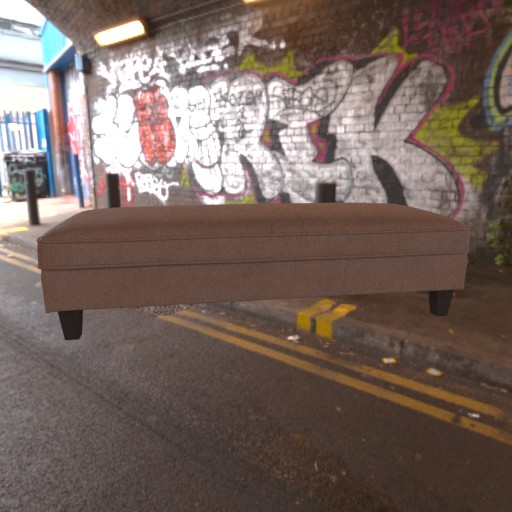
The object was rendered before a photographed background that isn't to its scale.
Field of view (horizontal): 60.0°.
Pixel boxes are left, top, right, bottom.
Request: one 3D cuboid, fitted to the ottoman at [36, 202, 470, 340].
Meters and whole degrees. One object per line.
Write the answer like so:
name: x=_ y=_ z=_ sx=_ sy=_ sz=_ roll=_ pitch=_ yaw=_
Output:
ottoman: x=0.000 y=0.000 z=2.112 sx=1.764 sy=0.470 sz=0.751 roll=-2 pitch=13 yaw=-9
